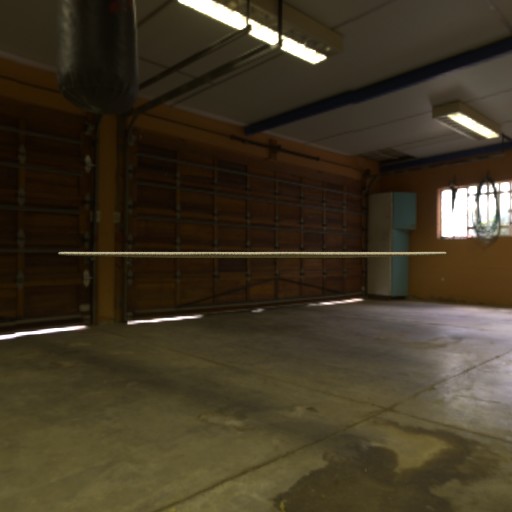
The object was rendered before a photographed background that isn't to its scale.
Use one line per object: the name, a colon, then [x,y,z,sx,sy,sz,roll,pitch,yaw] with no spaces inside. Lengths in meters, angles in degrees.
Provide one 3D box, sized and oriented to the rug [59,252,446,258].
rug: [0.000,0.000,4.439,2.436,0.026,3.381,0,0,1]
